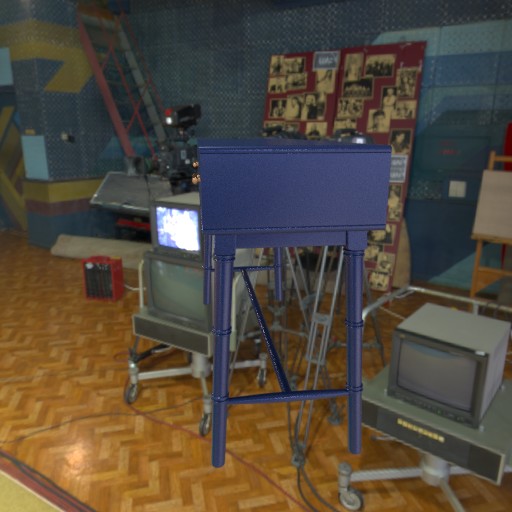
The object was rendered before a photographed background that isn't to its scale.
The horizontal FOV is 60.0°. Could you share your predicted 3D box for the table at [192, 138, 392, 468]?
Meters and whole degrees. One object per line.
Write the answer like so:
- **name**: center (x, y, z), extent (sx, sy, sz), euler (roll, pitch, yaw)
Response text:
- **table**: center (0.000, 0.000, 1.488), extent (0.399, 0.749, 1.118), euler (-2, 16, -7)
